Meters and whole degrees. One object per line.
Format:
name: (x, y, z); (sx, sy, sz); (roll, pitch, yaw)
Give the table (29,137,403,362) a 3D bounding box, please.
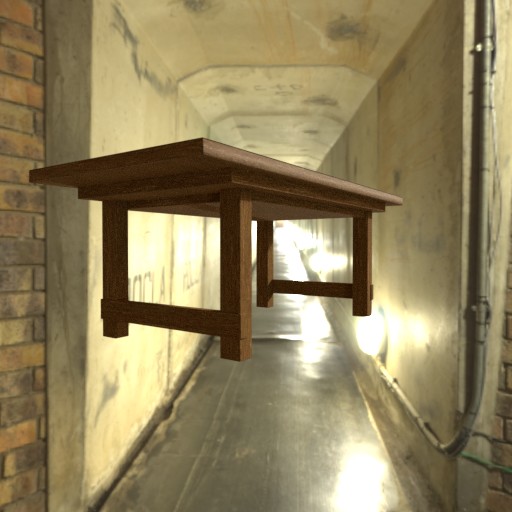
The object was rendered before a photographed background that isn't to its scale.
table: (0.000, 0.000, 2.437); (1.000, 0.762, 1.982); (1, 1, 35)
